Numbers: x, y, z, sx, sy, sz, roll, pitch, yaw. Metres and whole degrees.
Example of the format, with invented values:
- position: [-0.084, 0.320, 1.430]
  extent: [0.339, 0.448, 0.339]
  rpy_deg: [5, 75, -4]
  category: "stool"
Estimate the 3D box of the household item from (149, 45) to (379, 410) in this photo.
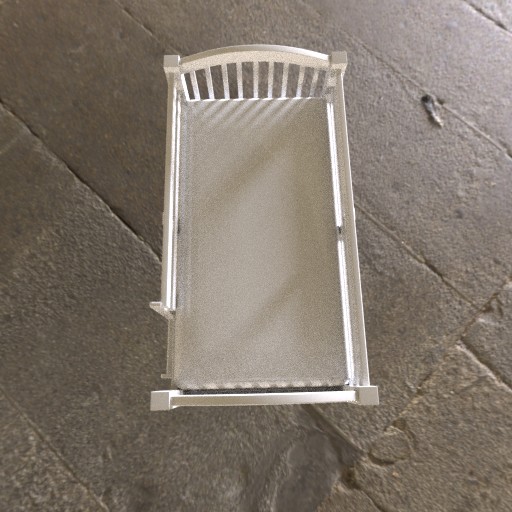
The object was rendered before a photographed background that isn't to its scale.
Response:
- position: [0.000, 0.000, 3.293]
  extent: [1.143, 2.032, 2.032]
  rpy_deg: [-1, 74, 0]
  category: "household item"
